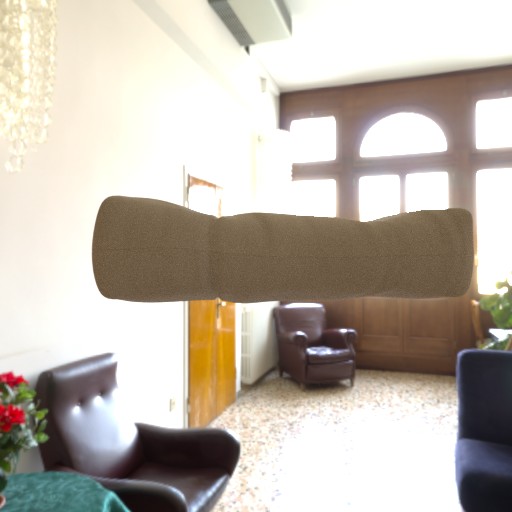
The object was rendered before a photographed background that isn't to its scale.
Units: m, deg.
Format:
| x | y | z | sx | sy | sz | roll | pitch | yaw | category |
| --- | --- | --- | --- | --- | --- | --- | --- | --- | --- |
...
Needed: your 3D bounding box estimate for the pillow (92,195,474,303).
| x | y | z | sx | sy | sz | roll | pitch | yaw | category |
| --- | --- | --- | --- | --- | --- | --- | --- | --- | --- |
| 0.000 | 0.000 | 0.725 | 0.490 | 0.128 | 0.468 | 0 | -1 | -17 | pillow |
